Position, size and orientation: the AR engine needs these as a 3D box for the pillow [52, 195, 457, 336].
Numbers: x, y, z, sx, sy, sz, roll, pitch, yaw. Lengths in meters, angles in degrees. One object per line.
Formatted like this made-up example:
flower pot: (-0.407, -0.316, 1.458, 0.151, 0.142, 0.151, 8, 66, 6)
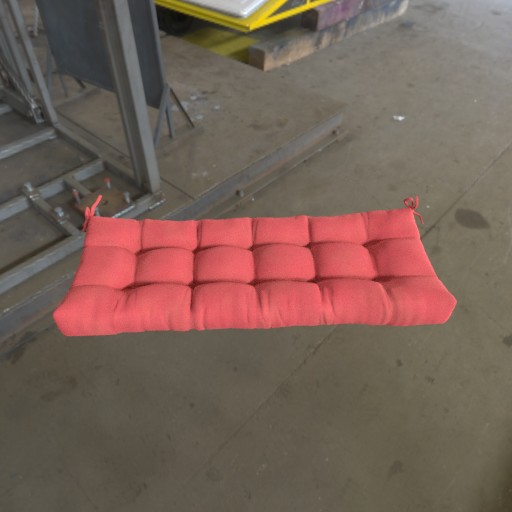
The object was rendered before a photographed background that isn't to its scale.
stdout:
pillow: (0.000, 0.000, 1.409, 1.194, 0.174, 0.511, -2, 45, -2)
